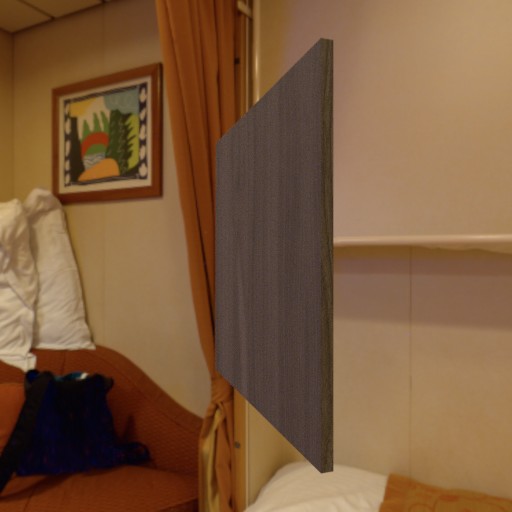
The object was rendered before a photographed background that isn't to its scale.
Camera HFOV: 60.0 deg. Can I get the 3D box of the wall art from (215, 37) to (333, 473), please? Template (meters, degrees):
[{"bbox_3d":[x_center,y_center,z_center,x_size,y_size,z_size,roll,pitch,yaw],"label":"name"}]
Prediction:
[{"bbox_3d":[0.000,0.000,0.758,0.016,0.507,0.508,0,0,-19],"label":"wall art"}]
